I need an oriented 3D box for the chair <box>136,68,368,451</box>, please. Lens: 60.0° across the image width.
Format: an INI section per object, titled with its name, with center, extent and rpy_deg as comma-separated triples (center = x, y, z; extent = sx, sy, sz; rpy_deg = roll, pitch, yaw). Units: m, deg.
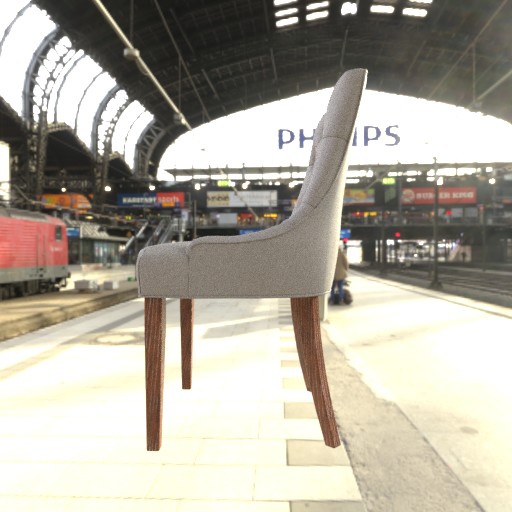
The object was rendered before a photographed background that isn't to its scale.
[chair]
center = 0.000, 0.000, 1.225
extent = 0.565, 0.874, 0.509
rpy_deg = 0, 0, 1
